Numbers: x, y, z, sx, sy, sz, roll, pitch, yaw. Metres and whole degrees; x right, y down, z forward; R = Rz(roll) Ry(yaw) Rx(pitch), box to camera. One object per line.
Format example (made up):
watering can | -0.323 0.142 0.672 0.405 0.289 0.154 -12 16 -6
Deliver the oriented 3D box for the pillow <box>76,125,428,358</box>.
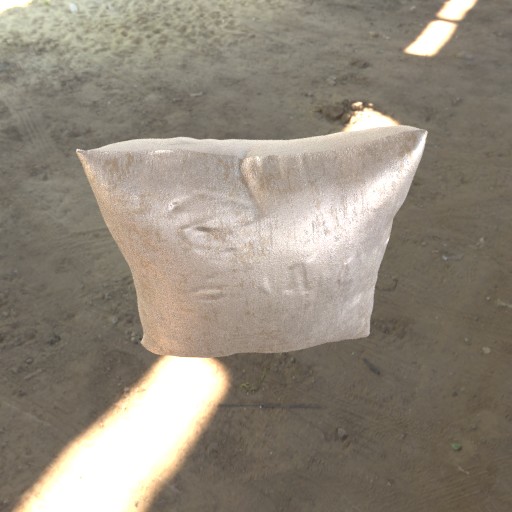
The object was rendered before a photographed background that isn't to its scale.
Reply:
pillow | 0.000 0.000 0.719 0.450 0.448 0.245 -2 46 -2
